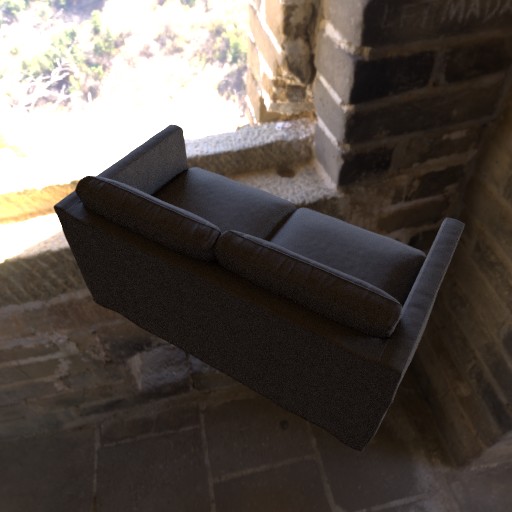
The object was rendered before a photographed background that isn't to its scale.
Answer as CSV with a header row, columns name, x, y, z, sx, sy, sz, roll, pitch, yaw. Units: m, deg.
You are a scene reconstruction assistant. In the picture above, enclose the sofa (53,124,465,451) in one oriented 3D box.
name,x,y,z,sx,sy,sz,roll,pitch,yaw
sofa,0.000,0.000,2.347,1.802,0.854,0.974,24,51,21
